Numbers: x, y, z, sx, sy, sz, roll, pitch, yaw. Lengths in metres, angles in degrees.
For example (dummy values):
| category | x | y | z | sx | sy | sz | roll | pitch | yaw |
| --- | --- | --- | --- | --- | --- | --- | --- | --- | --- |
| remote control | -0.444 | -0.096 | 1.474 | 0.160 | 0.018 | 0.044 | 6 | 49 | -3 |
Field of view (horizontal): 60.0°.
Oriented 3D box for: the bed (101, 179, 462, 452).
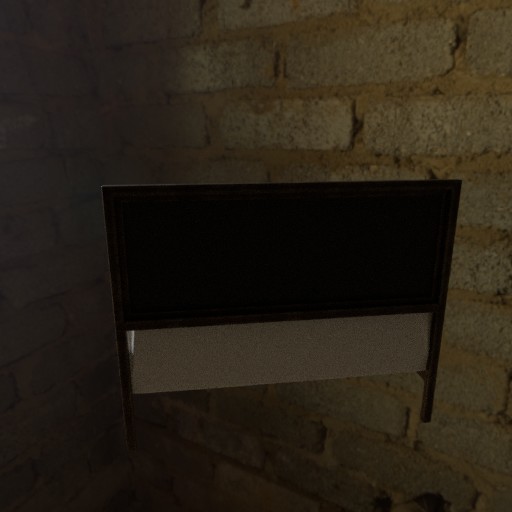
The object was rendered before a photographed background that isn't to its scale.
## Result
| category | x | y | z | sx | sy | sz | roll | pitch | yaw |
| --- | --- | --- | --- | --- | --- | --- | --- | --- | --- |
| bed | 0.000 | 0.000 | 3.175 | 1.607 | 1.313 | 2.221 | -2 | 17 | -8 |
